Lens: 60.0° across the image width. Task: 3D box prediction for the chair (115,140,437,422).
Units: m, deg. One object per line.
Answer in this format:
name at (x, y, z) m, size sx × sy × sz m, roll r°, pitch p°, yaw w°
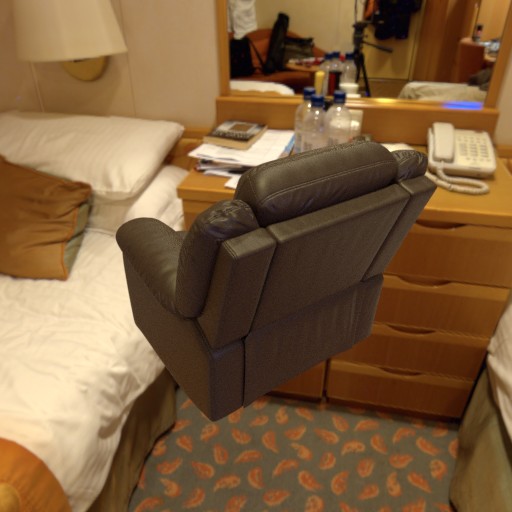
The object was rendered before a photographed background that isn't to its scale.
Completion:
chair at (0.000, 0.000, 1.739) m, size 0.899 × 1.009 × 0.934 m, roll -20°, pitch 37°, yaw -29°
